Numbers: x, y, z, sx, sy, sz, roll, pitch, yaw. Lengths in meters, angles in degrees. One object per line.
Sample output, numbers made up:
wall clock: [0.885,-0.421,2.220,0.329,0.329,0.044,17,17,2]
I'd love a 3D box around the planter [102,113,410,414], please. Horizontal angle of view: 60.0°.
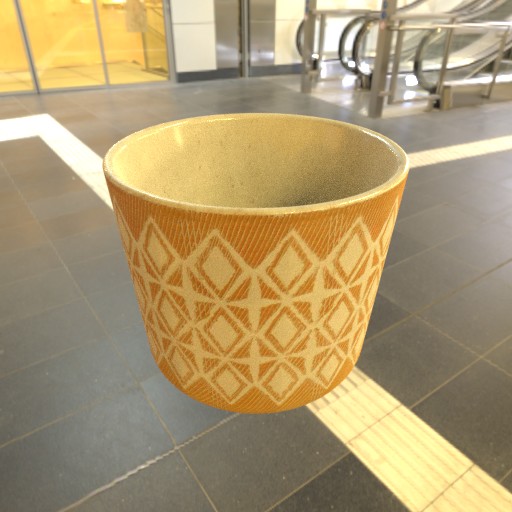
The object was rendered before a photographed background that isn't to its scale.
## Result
planter: [0.000,0.000,0.332,0.193,0.165,0.193,0,31,0]
